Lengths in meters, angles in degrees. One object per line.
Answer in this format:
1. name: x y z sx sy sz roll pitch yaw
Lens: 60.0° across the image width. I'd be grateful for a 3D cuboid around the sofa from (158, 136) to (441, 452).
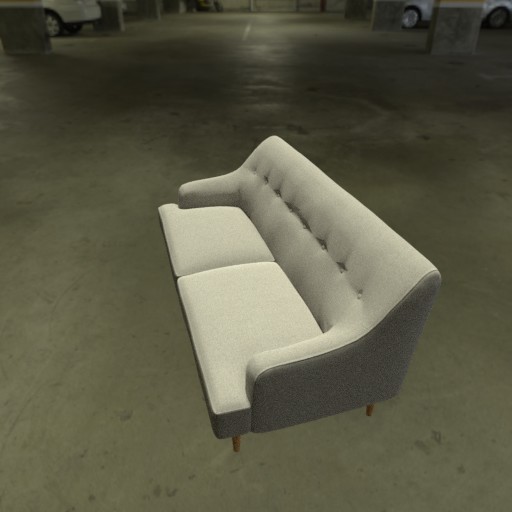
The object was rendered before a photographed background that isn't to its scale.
1. sofa: 0.000 0.000 2.656 0.978 0.871 2.057 -9 32 -14
